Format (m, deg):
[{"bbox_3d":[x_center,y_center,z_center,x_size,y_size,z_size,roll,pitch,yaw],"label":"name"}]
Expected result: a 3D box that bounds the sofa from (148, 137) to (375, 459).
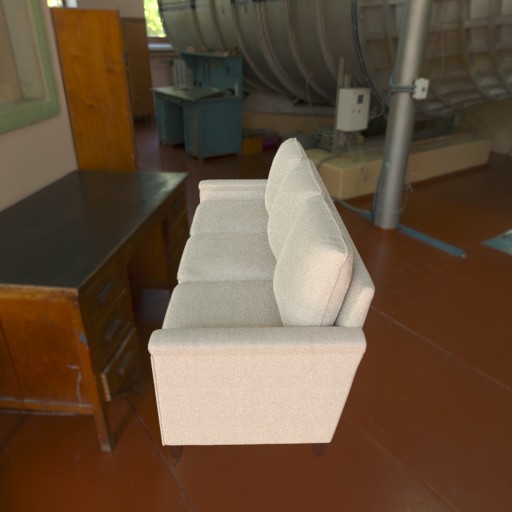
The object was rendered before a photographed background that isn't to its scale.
[{"bbox_3d":[0.000,0.000,2.468,0.828,0.961,1.925,0,27,-1],"label":"sofa"}]
